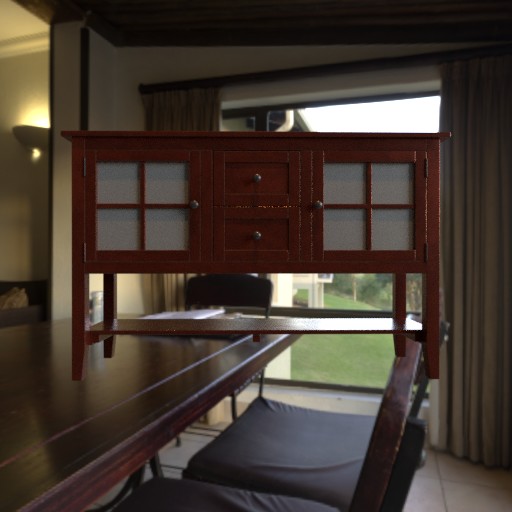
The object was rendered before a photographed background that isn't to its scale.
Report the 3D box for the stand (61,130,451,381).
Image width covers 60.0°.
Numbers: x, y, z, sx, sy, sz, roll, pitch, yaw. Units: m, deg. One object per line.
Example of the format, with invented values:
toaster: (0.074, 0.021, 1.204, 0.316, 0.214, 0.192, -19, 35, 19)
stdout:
stand: (0.000, 0.000, 1.741, 1.362, 0.872, 0.410, 0, 0, -1)
